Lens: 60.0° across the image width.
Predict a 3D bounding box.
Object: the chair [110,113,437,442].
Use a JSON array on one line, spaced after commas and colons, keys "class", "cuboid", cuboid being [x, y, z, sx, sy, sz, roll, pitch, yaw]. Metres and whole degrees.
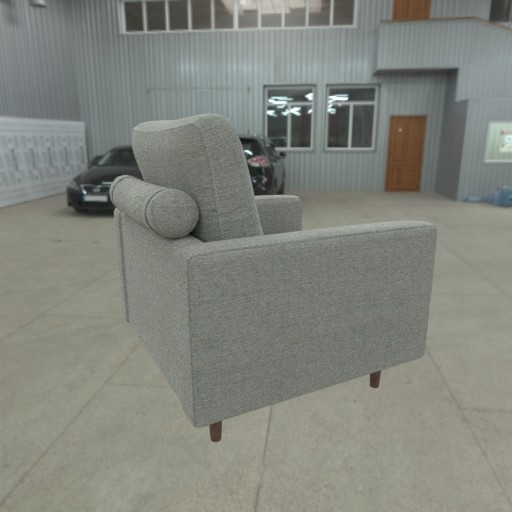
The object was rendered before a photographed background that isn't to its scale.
[{"class": "chair", "cuboid": [0.000, 0.000, 1.498, 0.843, 0.880, 0.821, -8, 17, -27]}]
